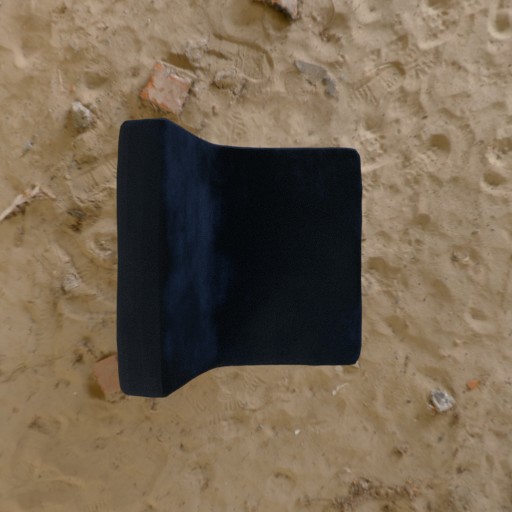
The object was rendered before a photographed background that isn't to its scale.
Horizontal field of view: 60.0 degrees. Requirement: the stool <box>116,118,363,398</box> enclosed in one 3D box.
[{"bbox_3d":[0.000,0.000,1.295,0.500,1.037,0.511,0,91,1],"label":"stool"}]
